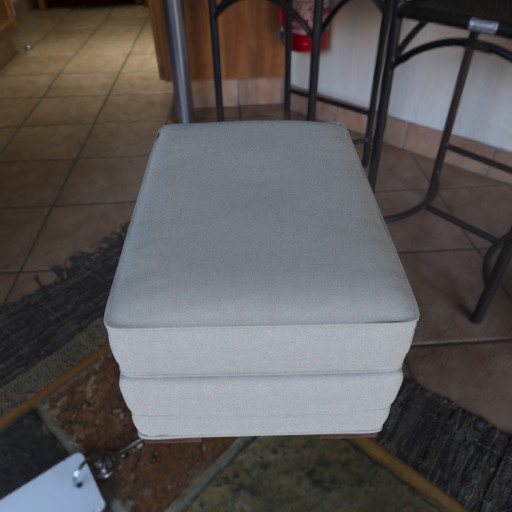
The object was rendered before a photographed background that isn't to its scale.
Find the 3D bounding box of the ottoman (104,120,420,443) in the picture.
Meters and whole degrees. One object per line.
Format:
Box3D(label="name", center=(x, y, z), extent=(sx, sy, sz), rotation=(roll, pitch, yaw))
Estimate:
Box3D(label="ottoman", center=(0.000, 0.000, 1.222), extent=(0.611, 0.482, 0.848), rotation=(-1, 42, -1))
